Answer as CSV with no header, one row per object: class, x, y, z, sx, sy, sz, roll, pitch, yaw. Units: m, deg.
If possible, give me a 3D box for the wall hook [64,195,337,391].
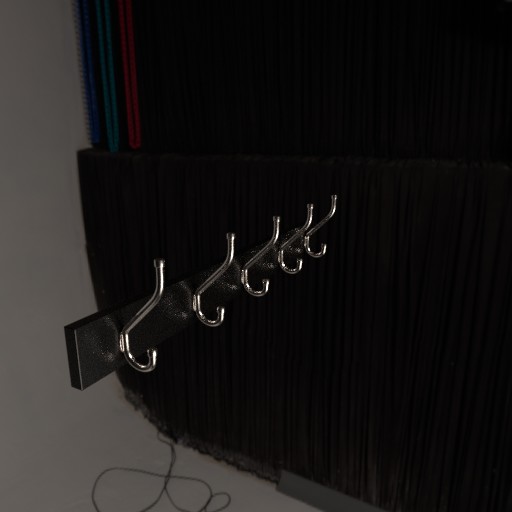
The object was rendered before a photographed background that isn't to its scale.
wall hook,0.000,0.000,0.611,0.071,0.117,0.571,8,18,27
